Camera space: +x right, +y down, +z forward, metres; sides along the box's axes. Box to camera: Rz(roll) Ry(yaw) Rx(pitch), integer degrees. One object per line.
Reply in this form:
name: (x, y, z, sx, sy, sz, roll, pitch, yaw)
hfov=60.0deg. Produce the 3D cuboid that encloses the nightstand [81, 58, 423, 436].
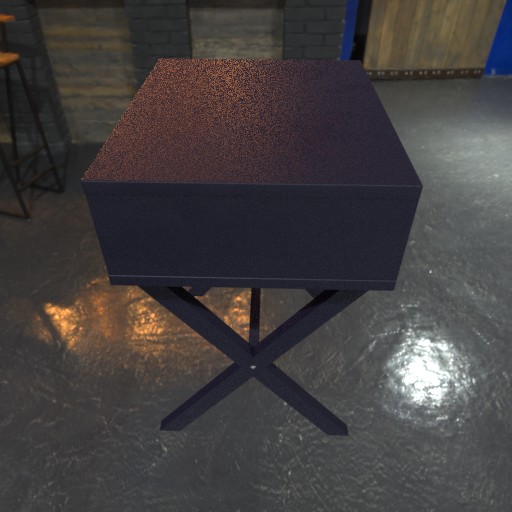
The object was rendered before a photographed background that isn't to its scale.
nightstand: (0.000, 0.000, 0.901, 0.402, 0.623, 0.479, 1, 40, 1)
